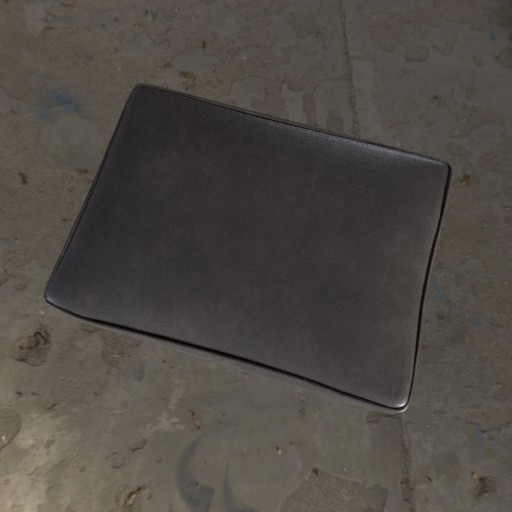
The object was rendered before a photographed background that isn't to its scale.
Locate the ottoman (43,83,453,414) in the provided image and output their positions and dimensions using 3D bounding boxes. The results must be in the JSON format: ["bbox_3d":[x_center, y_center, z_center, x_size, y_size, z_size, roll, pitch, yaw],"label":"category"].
[{"bbox_3d":[0.000,0.000,1.101,0.756,0.445,0.554,16,74,5],"label":"ottoman"}]
